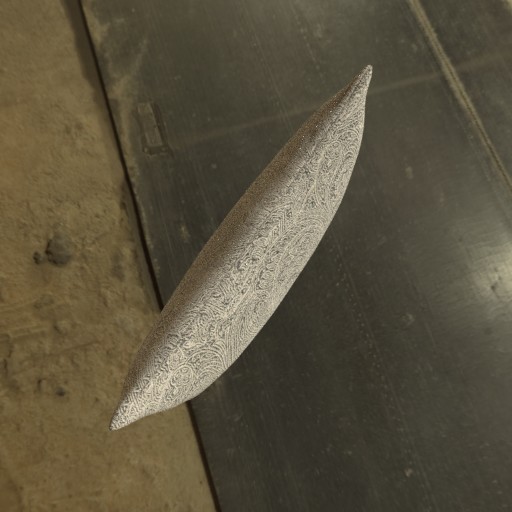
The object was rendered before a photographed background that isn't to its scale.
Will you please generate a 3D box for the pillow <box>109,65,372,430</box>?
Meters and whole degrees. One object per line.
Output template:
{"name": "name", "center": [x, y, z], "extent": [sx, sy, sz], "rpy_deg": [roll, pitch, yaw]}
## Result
{"name": "pillow", "center": [0.000, 0.000, 0.732], "extent": [0.151, 0.295, 0.615], "rpy_deg": [33, 77, 9]}
